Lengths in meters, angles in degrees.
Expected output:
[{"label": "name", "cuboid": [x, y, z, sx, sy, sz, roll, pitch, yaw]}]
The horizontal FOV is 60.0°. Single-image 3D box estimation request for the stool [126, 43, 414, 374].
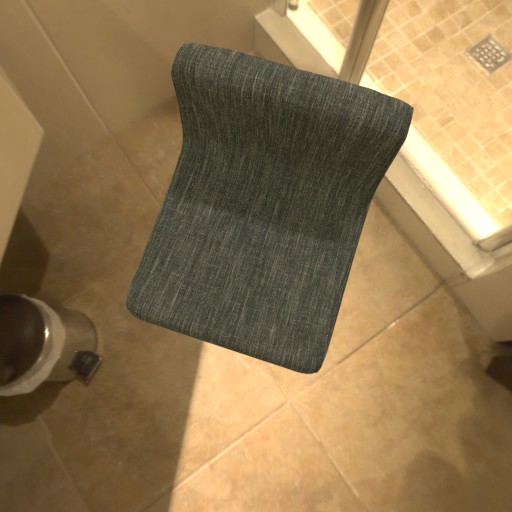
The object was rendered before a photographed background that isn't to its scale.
[{"label": "stool", "cuboid": [0.000, 0.000, 1.055, 0.395, 0.835, 0.459, 17, 76, 4]}]
